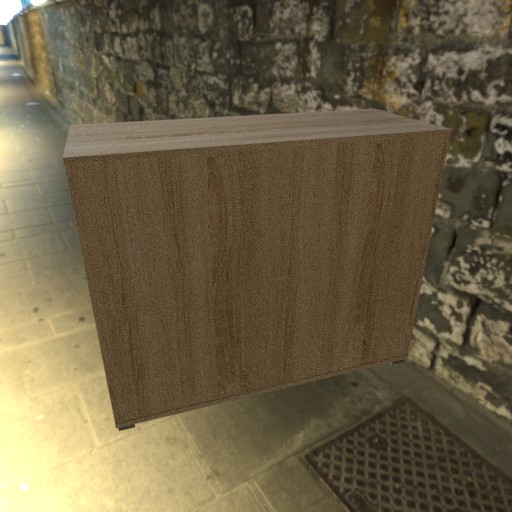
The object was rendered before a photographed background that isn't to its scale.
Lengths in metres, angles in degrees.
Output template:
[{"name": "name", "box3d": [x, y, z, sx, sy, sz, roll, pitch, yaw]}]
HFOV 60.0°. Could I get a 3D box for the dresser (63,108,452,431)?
[{"name": "dresser", "box3d": [0.000, 0.000, 1.580, 1.100, 0.900, 0.450, -8, 28, -16]}]
